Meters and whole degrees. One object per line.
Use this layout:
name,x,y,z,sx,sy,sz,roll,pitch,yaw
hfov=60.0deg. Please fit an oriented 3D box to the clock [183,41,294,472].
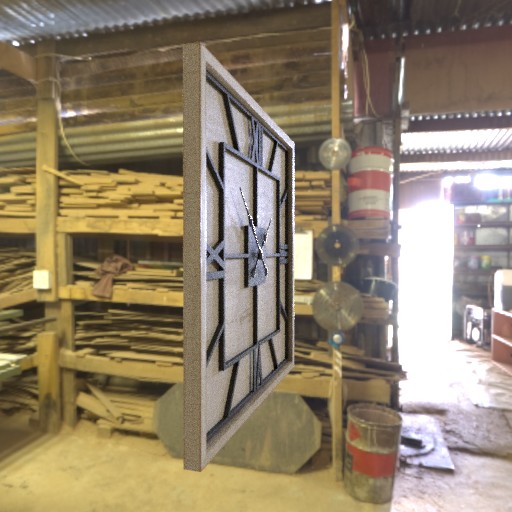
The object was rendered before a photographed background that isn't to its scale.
clock,0.000,0.000,1.066,0.032,0.705,0.705,0,0,17
